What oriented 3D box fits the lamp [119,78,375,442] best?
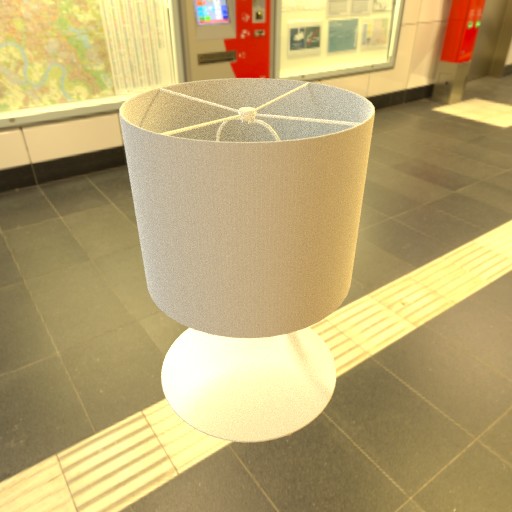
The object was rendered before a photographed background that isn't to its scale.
[{"bbox_3d":[0.000,0.000,0.666,0.299,0.454,0.341,21,38,29],"label":"lamp"}]
